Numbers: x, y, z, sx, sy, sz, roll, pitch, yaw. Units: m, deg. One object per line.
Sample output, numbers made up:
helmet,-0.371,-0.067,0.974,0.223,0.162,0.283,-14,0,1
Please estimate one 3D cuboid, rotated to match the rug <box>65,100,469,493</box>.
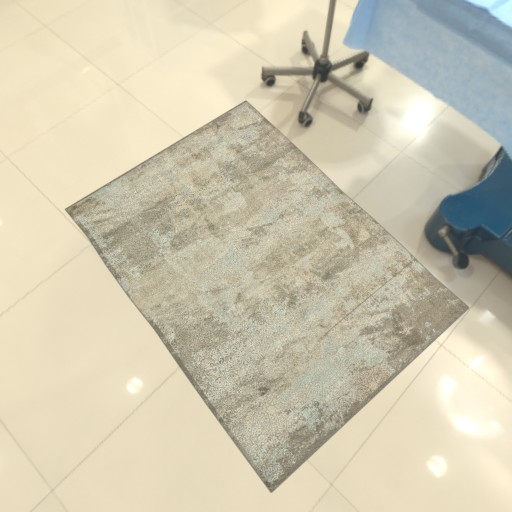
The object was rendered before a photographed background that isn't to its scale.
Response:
rug,0.000,0.000,4.310,2.393,0.013,3.307,-36,69,-16
